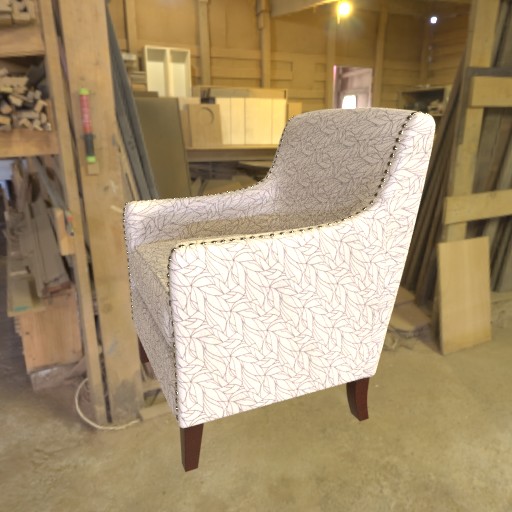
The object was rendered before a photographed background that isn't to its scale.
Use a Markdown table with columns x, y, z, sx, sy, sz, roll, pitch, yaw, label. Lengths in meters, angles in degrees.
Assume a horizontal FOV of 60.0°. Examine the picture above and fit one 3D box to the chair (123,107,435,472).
| x | y | z | sx | sy | sz | roll | pitch | yaw | label |
| --- | --- | --- | --- | --- | --- | --- | --- | --- | --- |
| 0.000 | 0.000 | 1.278 | 0.651 | 0.816 | 0.623 | -7 | 18 | -23 | chair |
